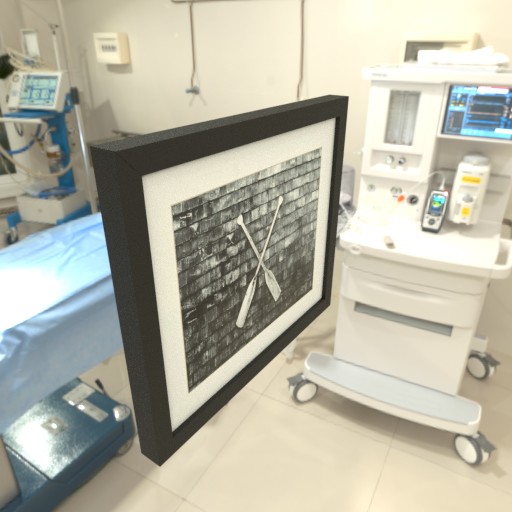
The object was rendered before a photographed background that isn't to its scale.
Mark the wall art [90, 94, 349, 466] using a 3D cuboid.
[{"bbox_3d":[0.000,0.000,0.534,0.029,0.330,0.381,18,32,32],"label":"wall art"}]
